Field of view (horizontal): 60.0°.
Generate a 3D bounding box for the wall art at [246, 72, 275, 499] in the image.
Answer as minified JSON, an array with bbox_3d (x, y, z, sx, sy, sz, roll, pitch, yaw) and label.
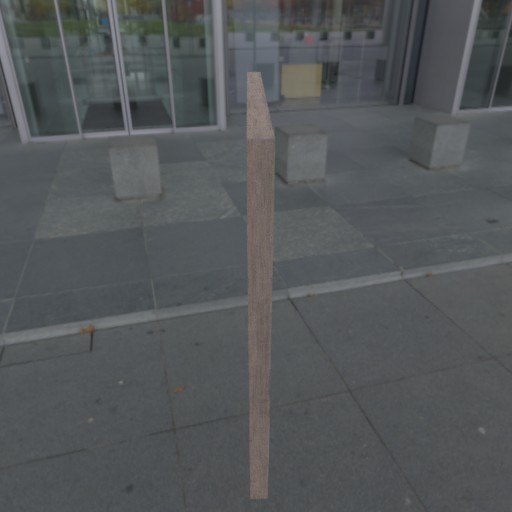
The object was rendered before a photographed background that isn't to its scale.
[{"bbox_3d":[0.000,0.000,1.094,0.038,0.762,0.762,0,29,-1],"label":"wall art"}]
